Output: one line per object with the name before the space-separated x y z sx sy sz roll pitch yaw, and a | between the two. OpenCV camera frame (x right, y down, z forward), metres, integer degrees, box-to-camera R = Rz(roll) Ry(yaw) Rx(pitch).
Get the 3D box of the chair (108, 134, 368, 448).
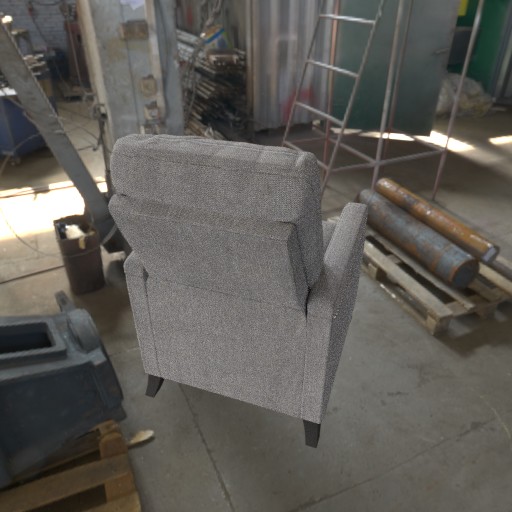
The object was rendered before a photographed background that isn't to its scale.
chair | 0.000 0.000 1.630 0.710 1.049 0.922 11 34 17
